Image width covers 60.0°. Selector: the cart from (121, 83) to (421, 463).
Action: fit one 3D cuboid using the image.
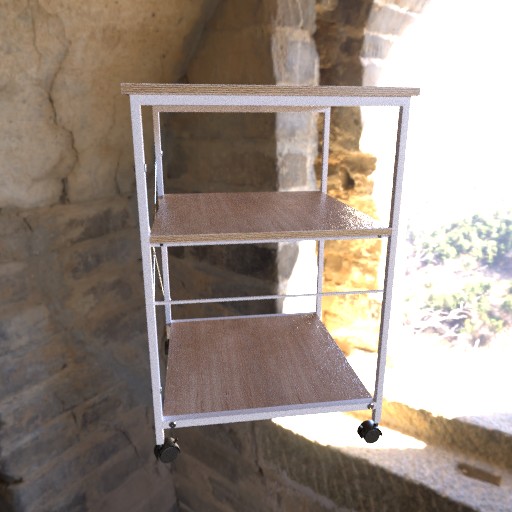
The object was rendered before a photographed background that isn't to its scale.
[{"bbox_3d":[0.000,0.000,1.110,0.520,0.762,0.521,-2,17,-8],"label":"cart"}]
